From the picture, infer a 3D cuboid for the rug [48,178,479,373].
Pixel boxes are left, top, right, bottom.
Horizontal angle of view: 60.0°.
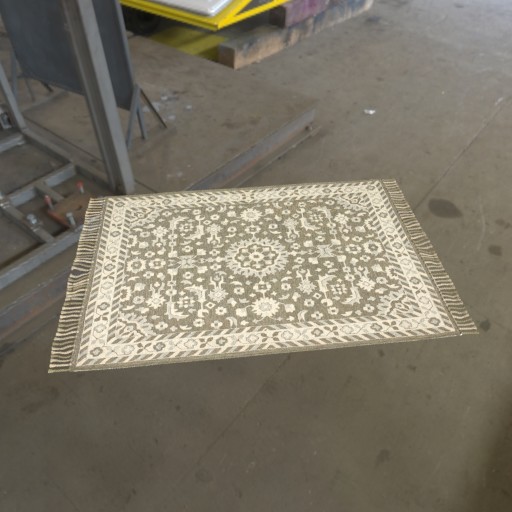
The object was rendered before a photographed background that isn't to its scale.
[{"bbox_3d":[0.000,0.000,2.985,2.431,0.025,1.530,-4,46,-4],"label":"rug"}]
